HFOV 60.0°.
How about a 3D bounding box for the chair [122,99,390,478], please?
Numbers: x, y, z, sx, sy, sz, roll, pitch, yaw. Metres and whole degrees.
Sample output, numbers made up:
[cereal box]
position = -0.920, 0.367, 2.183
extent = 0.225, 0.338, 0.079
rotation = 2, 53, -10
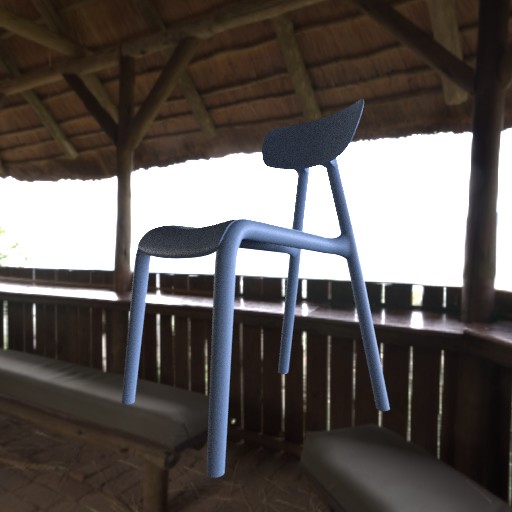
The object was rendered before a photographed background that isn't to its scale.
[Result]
[chair]
position = 0.000, 0.000, 0.836
extent = 0.401, 0.580, 0.356
rotation = -1, 2, -36
